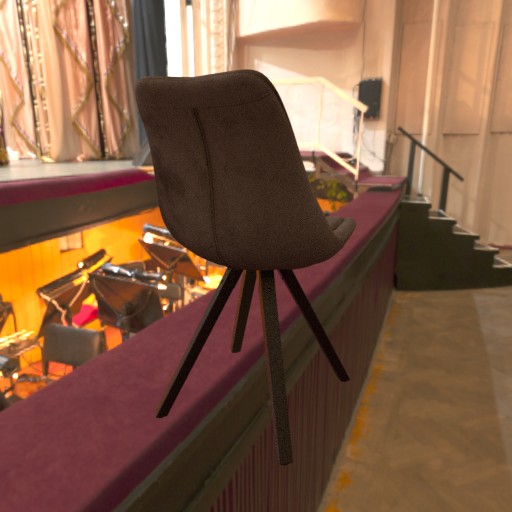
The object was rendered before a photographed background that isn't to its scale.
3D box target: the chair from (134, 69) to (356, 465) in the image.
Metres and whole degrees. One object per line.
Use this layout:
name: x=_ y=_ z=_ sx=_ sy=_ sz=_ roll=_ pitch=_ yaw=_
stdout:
chair: x=0.000 y=0.000 z=1.177 sx=0.476 sy=0.850 sz=0.550 roll=8 pitch=17 yaw=27
